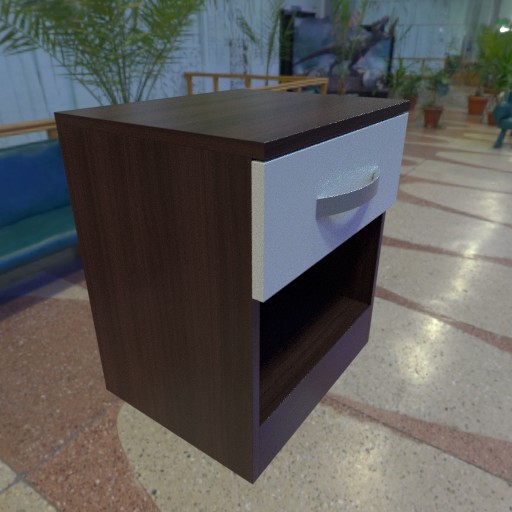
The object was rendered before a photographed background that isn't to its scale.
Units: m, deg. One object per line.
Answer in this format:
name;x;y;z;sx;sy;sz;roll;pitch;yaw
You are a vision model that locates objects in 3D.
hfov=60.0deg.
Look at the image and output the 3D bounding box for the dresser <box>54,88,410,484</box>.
dresser;0.000;0.000;0.729;0.360;0.470;0.400;17;31;32
